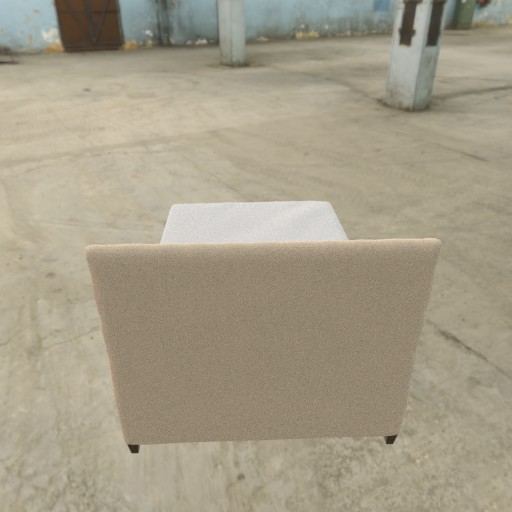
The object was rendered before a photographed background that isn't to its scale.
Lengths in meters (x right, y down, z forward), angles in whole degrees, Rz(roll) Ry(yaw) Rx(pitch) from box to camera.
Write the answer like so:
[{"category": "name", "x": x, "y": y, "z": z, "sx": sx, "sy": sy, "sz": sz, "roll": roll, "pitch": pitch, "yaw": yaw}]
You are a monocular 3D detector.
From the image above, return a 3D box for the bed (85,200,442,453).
[{"category": "bed", "x": 0.000, "y": 0.000, "z": 3.412, "sx": 1.698, "sy": 1.427, "sz": 2.387, "roll": -1, "pitch": 30, "yaw": -2}]
